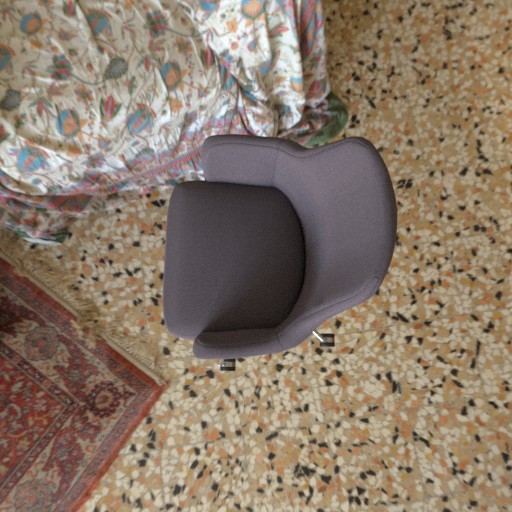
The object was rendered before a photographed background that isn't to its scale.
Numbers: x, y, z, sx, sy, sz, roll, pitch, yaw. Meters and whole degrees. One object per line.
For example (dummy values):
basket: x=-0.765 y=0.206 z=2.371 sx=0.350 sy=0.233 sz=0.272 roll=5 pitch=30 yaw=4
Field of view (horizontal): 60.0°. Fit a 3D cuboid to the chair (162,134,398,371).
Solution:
chair: x=0.000 y=0.000 z=1.272 sx=0.600 sy=0.820 sz=0.655 roll=1 pitch=77 yaw=0
